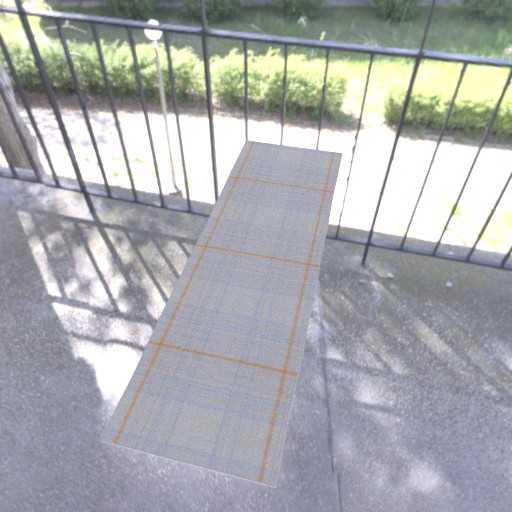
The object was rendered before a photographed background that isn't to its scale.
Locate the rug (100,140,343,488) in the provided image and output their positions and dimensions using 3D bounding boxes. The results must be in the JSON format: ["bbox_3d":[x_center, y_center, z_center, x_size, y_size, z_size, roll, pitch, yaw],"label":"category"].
[{"bbox_3d":[0.000,0.000,2.643,0.770,0.016,2.442,10,47,10],"label":"rug"}]
